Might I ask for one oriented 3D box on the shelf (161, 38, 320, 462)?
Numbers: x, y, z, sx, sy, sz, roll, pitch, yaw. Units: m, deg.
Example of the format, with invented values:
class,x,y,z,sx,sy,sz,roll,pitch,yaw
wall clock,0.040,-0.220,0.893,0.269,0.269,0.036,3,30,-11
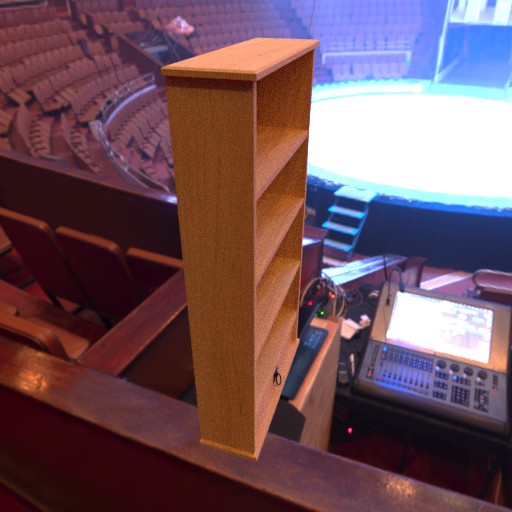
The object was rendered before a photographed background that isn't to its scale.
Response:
class,x,y,z,sx,sy,sz,roll,pitch,yaw
shelf,0.000,0.000,1.216,0.175,1.030,0.520,10,33,15
